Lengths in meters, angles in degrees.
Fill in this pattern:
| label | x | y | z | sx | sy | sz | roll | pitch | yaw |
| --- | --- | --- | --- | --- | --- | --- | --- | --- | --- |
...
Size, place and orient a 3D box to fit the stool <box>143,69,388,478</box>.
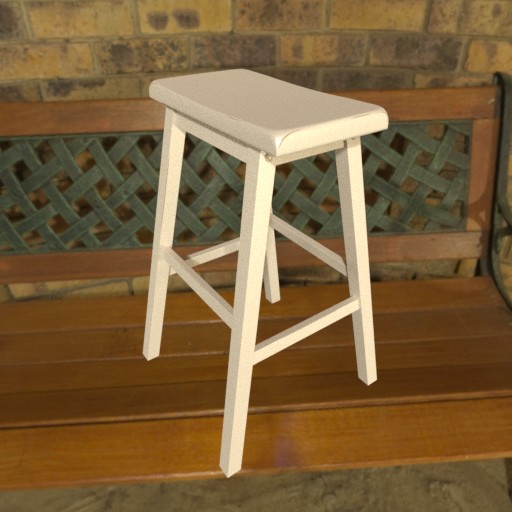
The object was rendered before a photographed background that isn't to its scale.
| label | x | y | z | sx | sy | sz | roll | pitch | yaw |
| --- | --- | --- | --- | --- | --- | --- | --- | --- | --- |
| stool | 0.000 | 0.000 | 1.038 | 0.476 | 0.737 | 0.457 | -21 | 38 | -29 |
